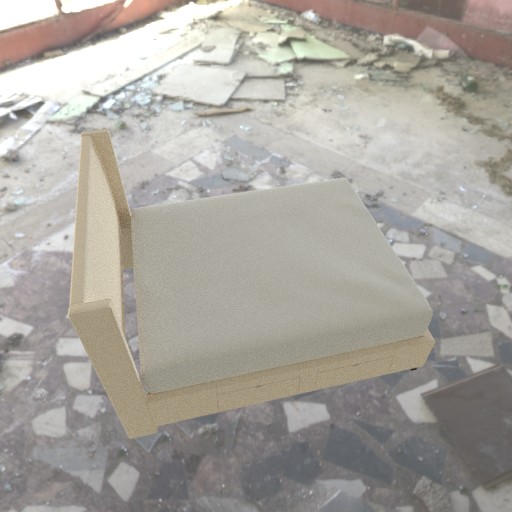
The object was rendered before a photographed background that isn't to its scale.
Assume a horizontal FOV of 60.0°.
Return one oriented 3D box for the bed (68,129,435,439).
[{"bbox_3d":[0.000,0.000,3.430,2.280,1.471,1.765,-10,46,-9],"label":"bed"}]
